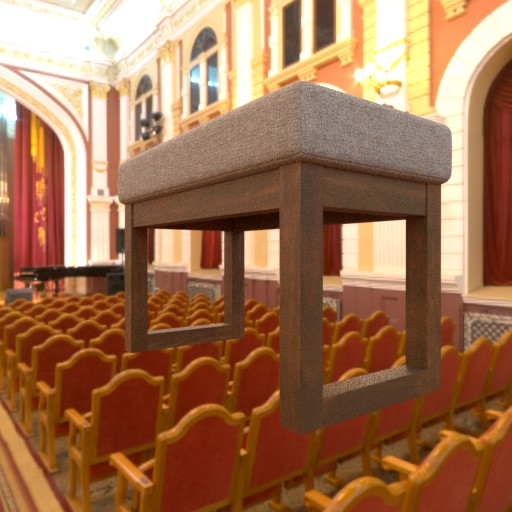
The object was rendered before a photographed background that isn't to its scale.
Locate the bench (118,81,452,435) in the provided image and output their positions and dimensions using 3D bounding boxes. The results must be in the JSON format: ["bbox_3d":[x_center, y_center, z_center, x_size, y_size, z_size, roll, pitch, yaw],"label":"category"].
[{"bbox_3d":[0.000,0.000,0.936,0.366,0.467,0.681,0,0,-37],"label":"bench"}]
